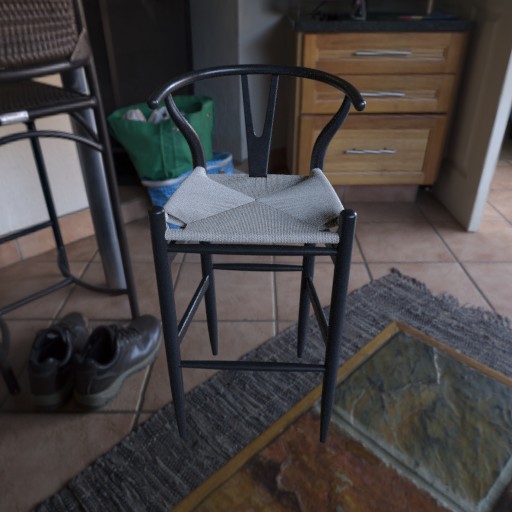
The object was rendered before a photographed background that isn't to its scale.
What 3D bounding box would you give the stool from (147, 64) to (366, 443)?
[{"bbox_3d":[0.000,0.000,1.424,0.569,1.072,0.579,1,31,2],"label":"stool"}]
